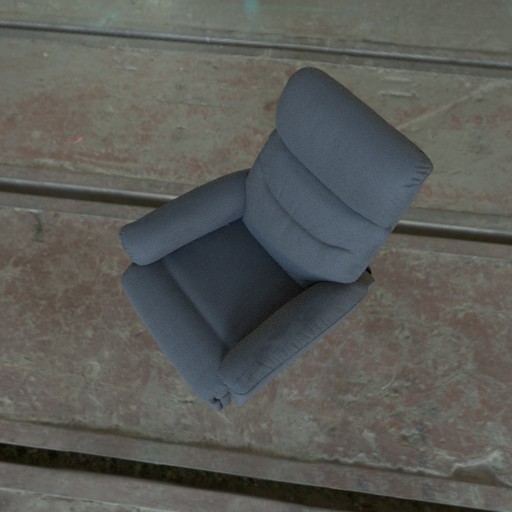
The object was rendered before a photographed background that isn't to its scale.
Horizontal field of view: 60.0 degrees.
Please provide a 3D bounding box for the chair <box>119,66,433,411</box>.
[{"bbox_3d":[0.000,0.000,1.772,1.004,1.037,0.820,-35,68,-17],"label":"chair"}]
